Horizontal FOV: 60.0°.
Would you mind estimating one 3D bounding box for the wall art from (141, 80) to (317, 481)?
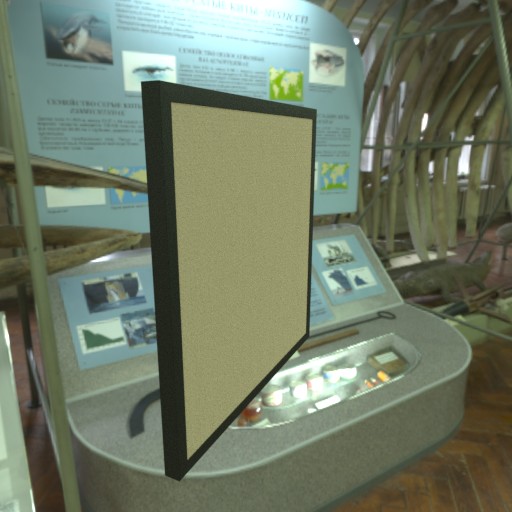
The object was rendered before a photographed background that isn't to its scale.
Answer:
[{"bbox_3d":[0.000,0.000,0.456,0.015,0.304,0.306,7,16,26],"label":"wall art"}]
